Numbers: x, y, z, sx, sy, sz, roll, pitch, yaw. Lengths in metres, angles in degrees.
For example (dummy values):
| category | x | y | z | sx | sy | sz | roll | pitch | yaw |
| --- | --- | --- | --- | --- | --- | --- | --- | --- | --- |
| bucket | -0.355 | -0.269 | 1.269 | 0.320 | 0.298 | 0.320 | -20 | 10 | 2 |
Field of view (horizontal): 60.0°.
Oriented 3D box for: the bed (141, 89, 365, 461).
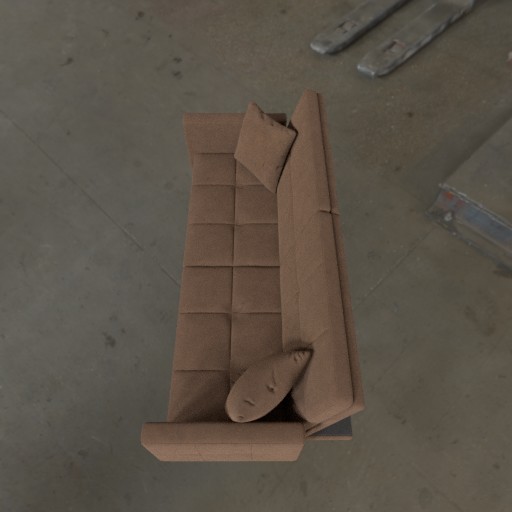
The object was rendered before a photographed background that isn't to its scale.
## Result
| category | x | y | z | sx | sy | sz | roll | pitch | yaw |
| --- | --- | --- | --- | --- | --- | --- | --- | --- | --- |
| bed | 0.000 | 0.000 | 2.320 | 0.889 | 0.787 | 1.905 | 0 | 57 | 0 |
